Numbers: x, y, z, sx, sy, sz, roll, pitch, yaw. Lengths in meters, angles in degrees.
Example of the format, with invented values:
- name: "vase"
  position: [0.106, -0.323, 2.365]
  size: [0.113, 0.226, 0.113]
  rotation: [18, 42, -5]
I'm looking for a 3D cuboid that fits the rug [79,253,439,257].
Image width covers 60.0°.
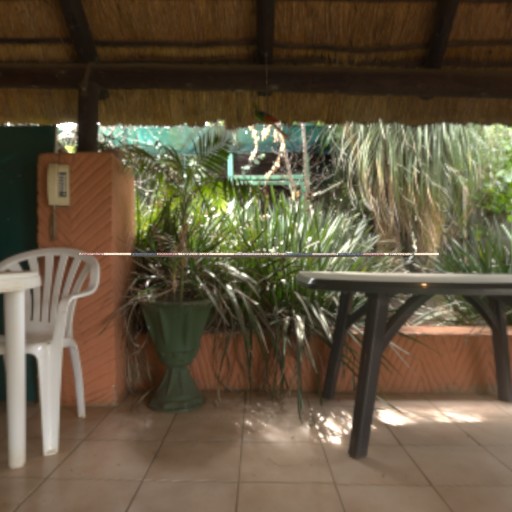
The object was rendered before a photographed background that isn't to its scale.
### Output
- name: "rug"
  position: [0.000, 0.000, 3.060]
  size: [1.513, 0.008, 2.423]
  rotation: [0, 0, -1]
